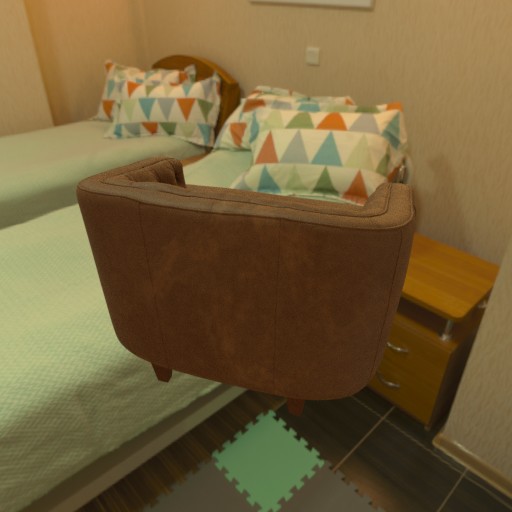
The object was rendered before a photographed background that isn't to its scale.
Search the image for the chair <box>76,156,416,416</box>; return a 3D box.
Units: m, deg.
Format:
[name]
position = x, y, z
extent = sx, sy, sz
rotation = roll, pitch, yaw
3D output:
[chair]
position = 0.000, 0.000, 1.755
extent = 1.119, 0.836, 0.911
rotation = 9, 33, 15
